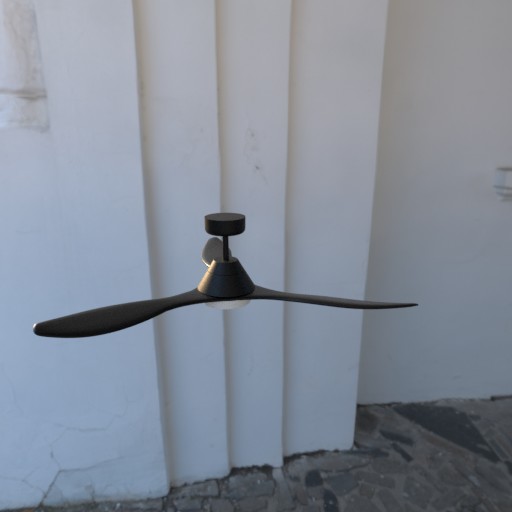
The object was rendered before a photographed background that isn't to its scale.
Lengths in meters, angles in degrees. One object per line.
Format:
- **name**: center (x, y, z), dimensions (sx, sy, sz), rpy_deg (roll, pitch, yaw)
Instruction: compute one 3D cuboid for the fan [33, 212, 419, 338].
- **fan**: center (0.000, 0.000, 1.588), dimensions (1.067, 0.305, 1.067), rpy_deg (2, 17, 8)
